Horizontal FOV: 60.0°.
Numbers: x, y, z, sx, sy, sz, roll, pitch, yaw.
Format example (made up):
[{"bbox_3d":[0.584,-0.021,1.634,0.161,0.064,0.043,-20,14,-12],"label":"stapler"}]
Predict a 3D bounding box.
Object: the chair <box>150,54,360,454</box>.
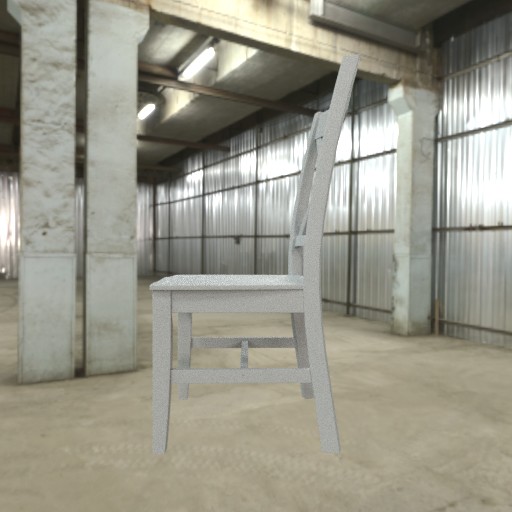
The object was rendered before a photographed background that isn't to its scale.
[{"bbox_3d":[0.000,0.000,1.317,0.542,0.983,0.485,0,1,-1],"label":"chair"}]
